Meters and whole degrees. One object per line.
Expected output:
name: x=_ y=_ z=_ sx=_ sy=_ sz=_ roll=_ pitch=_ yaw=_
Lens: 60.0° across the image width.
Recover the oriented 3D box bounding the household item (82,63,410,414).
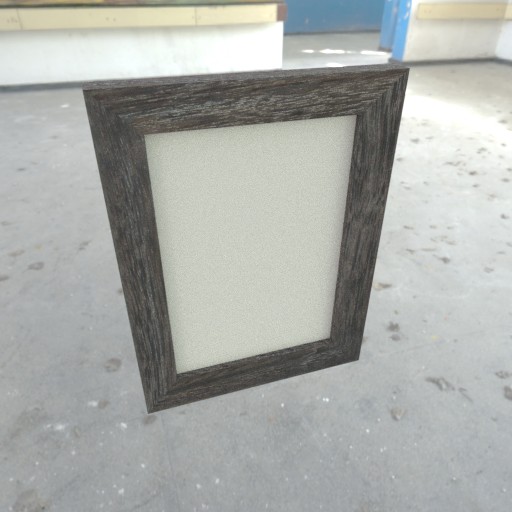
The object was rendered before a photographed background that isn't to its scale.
household item: x=0.000 y=0.000 z=0.272 sx=0.160 sy=0.210 sz=0.020 roll=-10 pitch=34 yaw=-15
